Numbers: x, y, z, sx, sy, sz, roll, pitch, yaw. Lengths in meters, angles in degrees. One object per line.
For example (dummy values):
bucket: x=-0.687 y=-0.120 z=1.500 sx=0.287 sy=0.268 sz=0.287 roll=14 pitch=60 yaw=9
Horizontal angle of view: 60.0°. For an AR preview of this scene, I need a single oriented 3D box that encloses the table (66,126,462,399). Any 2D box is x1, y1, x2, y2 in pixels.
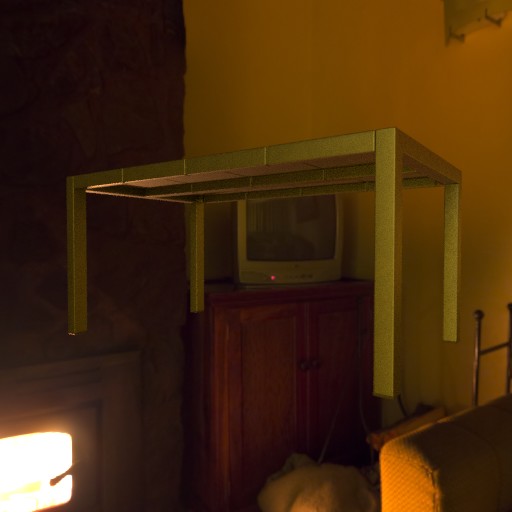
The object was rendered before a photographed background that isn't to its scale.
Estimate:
table: x=0.000 y=0.000 z=1.249 sx=0.965 sy=0.460 sz=0.559 roll=1 pitch=2 yaw=35
